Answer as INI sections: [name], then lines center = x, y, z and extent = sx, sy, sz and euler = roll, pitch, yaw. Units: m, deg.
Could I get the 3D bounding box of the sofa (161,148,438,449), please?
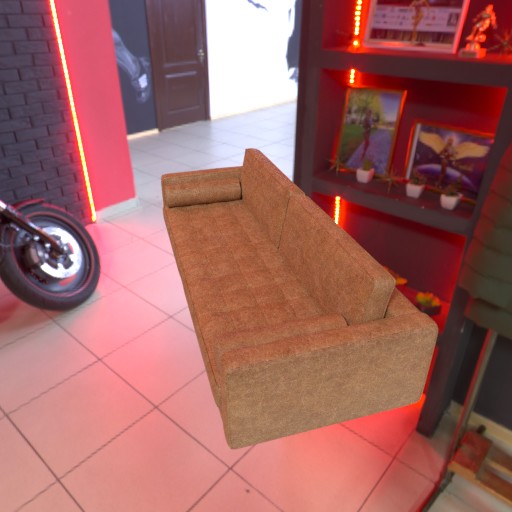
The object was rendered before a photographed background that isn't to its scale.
[sofa]
center = 0.000, 0.000, 2.673
extent = 0.919, 0.770, 2.200
euler = -8, 31, -14
